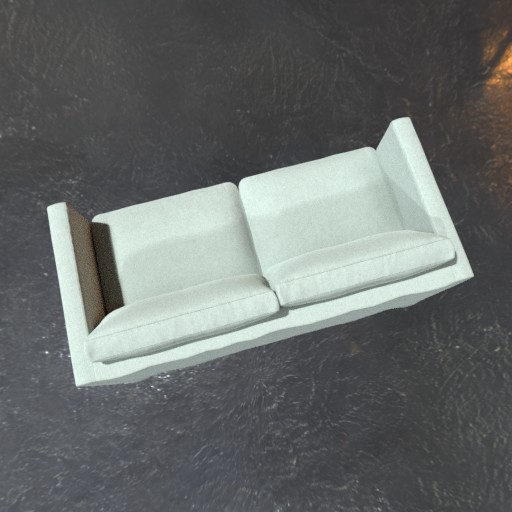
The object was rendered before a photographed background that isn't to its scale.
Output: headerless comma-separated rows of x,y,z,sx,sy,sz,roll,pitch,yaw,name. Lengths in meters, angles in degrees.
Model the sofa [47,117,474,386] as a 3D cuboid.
0.000,0.000,2.479,1.987,0.870,0.940,-15,76,-4,sofa
